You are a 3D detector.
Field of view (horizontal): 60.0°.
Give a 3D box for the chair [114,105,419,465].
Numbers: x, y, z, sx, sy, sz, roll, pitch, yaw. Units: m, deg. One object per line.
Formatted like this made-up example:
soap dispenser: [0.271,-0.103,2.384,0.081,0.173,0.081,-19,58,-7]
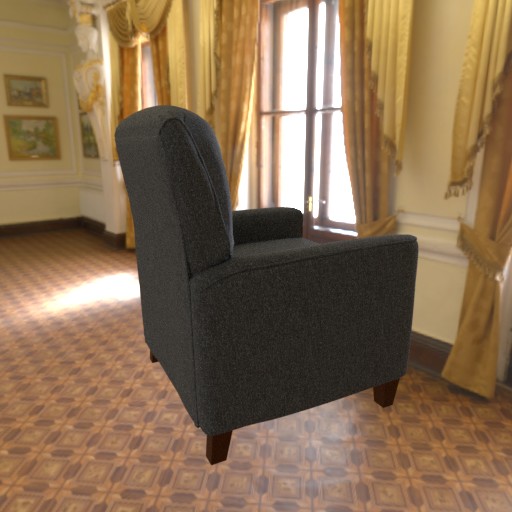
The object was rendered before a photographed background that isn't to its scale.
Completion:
chair: [0.000,0.000,1.629,0.850,1.016,0.839,-7,16,-26]
